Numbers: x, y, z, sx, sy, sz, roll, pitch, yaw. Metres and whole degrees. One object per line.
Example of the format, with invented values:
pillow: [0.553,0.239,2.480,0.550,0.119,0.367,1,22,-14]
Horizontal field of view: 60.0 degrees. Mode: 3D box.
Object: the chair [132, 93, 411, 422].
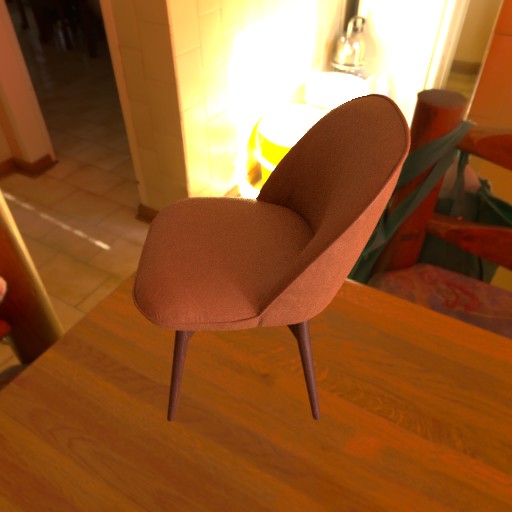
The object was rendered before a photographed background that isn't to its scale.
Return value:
chair: [0.000,0.000,1.222,0.631,0.831,0.521,0,41,0]
